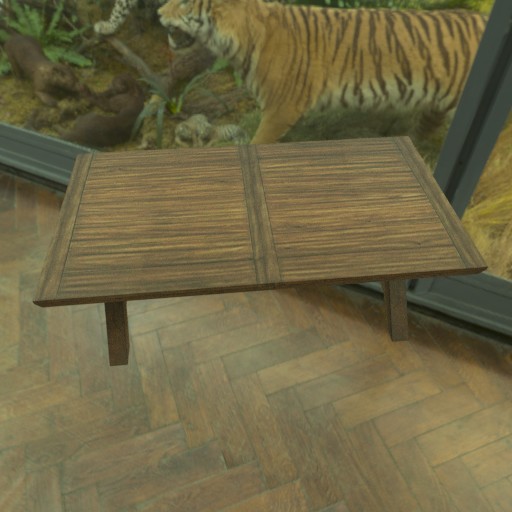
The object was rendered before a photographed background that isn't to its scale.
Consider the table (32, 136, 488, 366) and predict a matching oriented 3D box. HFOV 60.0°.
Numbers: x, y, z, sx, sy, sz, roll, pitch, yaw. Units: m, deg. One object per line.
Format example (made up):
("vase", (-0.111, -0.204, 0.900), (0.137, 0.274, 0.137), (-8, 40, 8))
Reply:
("table", (0.000, 0.000, 2.553), (1.966, 0.793, 1.071), (-4, 47, -4))
